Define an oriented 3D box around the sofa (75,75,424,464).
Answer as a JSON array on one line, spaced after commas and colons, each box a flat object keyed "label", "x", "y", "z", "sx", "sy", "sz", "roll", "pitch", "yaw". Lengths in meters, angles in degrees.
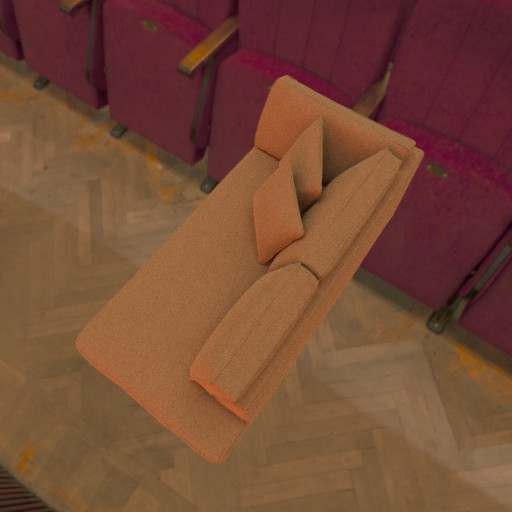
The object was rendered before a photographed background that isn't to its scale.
[{"label": "sofa", "x": 0.000, "y": 0.000, "z": 2.839, "sx": 1.110, "sy": 1.033, "sz": 2.237, "roll": 33, "pitch": 68, "yaw": 15}]
